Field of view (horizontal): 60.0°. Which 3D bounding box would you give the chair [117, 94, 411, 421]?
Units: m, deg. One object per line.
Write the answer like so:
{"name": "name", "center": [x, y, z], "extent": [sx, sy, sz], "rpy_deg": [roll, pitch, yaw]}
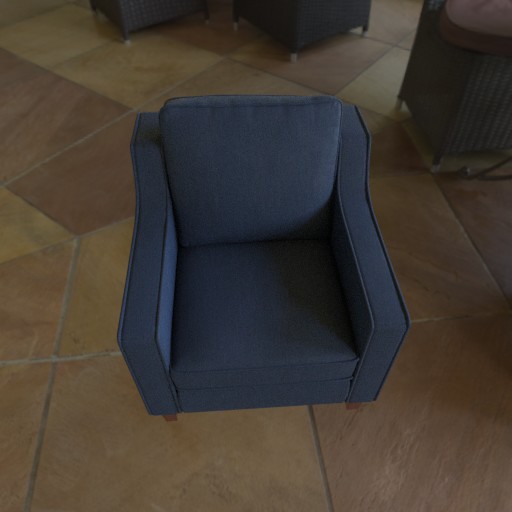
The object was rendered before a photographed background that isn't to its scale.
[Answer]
{"name": "chair", "center": [0.000, 0.000, 1.640], "extent": [0.831, 0.960, 0.909], "rpy_deg": [-3, 49, -2]}
